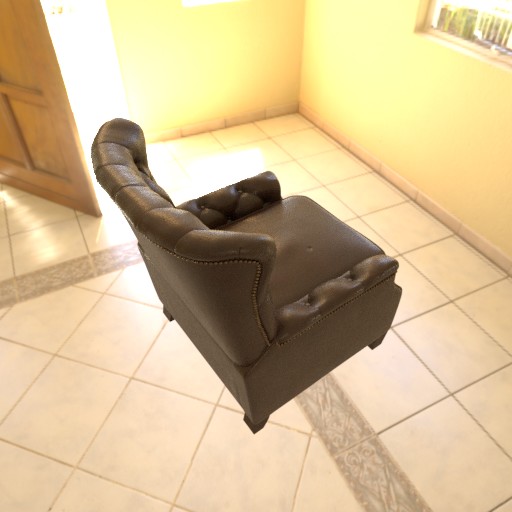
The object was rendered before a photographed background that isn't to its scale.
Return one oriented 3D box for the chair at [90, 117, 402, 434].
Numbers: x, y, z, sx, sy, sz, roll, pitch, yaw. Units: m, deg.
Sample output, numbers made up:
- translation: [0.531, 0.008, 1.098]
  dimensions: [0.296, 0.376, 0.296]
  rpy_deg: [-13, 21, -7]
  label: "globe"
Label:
- translation: [0.000, 0.000, 1.480]
  dimensions: [0.823, 0.864, 0.709]
  rpy_deg: [-26, 48, -26]
  label: "chair"
